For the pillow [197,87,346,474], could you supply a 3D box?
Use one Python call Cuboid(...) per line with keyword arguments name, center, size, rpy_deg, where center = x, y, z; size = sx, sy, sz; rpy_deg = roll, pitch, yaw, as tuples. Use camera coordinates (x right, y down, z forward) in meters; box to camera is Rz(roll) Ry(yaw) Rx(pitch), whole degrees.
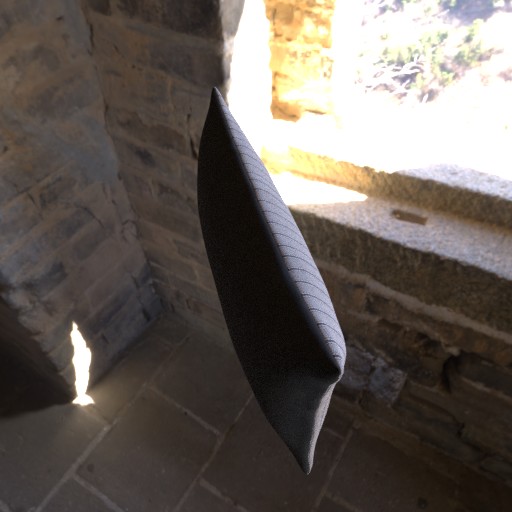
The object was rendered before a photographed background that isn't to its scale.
Cuboid(name="pillow", center=(0.000, 0.000, 0.735), size=(0.151, 0.305, 0.609), rpy_deg=(-11, 47, -11))
